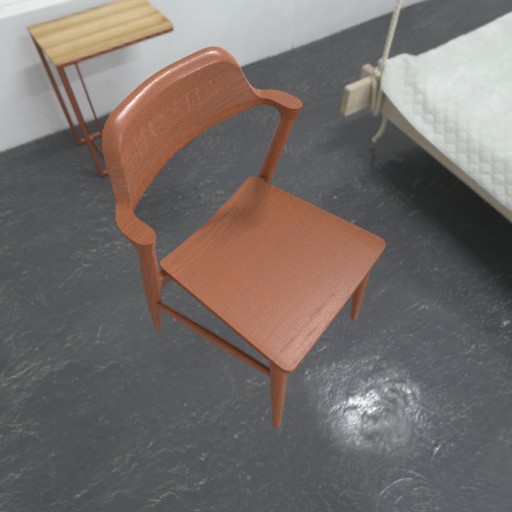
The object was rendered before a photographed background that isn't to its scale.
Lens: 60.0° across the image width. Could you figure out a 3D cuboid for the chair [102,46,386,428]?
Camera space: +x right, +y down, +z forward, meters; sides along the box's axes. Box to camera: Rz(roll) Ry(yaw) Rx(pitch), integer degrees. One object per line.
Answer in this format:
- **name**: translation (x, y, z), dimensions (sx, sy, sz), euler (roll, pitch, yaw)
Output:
- **chair**: translation (0.000, 0.000, 1.095), dimensions (0.499, 0.801, 0.496), euler (33, 63, 19)
